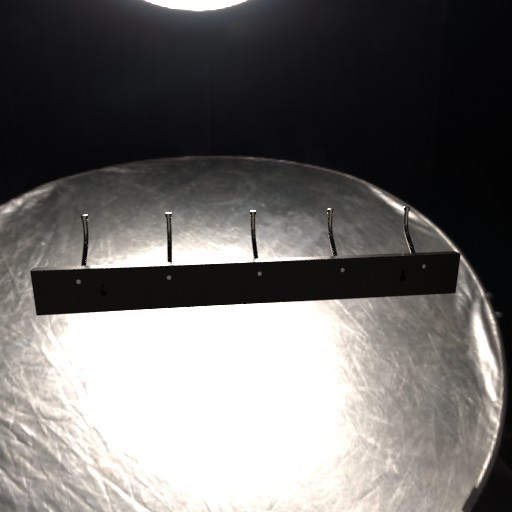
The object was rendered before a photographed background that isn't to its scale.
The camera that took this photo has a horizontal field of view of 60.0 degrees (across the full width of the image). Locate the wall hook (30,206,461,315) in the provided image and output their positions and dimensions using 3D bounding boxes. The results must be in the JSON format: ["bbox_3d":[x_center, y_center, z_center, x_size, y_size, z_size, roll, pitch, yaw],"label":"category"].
[{"bbox_3d":[0.000,0.000,0.618,0.571,0.117,0.071,-2,16,-8],"label":"wall hook"}]
